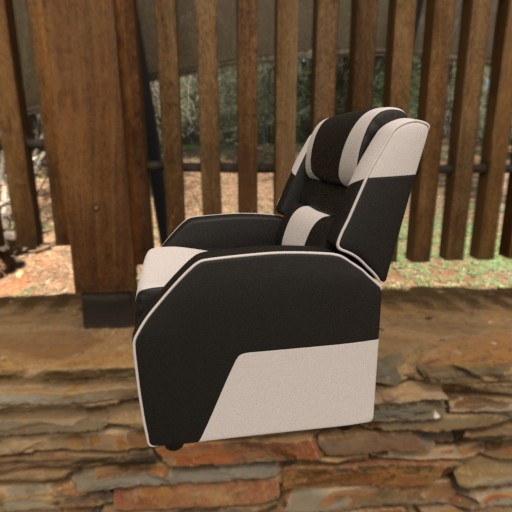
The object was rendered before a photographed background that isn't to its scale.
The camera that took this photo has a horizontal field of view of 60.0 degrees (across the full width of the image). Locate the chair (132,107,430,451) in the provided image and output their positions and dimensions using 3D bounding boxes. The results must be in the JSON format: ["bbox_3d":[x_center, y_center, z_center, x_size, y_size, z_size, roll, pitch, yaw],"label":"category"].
[{"bbox_3d":[0.000,0.000,1.281,0.672,0.805,0.620,-3,14,-10],"label":"chair"}]
